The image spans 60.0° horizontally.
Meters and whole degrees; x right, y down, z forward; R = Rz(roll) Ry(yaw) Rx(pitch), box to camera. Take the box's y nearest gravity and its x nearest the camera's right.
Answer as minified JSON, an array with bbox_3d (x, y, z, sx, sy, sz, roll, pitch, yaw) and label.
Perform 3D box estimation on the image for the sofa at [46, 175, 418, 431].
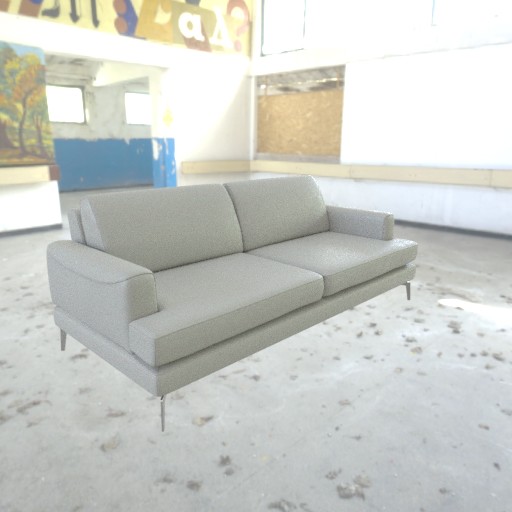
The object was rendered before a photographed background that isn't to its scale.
[{"bbox_3d":[0.000,0.000,2.438,0.974,0.765,1.940,14,21,43],"label":"sofa"}]
